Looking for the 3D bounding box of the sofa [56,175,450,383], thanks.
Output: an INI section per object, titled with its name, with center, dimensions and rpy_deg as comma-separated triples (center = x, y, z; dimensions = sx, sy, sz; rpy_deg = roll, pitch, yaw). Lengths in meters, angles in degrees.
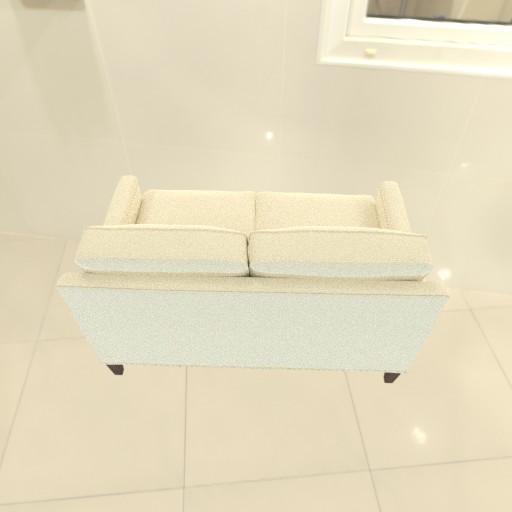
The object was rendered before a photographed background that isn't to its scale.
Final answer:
[sofa]
center = 0.000, 0.000, 2.294
dimensions = 1.597, 1.003, 1.084
rpy_deg = 1, 46, 1
